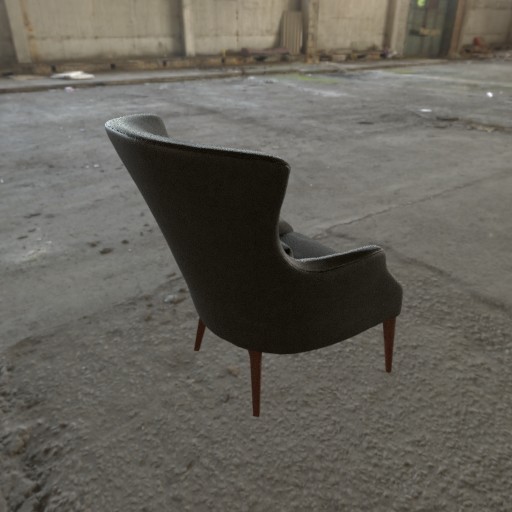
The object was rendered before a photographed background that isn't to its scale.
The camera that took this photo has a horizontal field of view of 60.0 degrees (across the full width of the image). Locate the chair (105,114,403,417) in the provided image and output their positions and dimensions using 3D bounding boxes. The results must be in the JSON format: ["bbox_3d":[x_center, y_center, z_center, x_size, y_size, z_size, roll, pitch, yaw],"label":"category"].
[{"bbox_3d":[0.000,0.000,1.710,0.954,1.068,0.819,-18,32,-31],"label":"chair"}]
